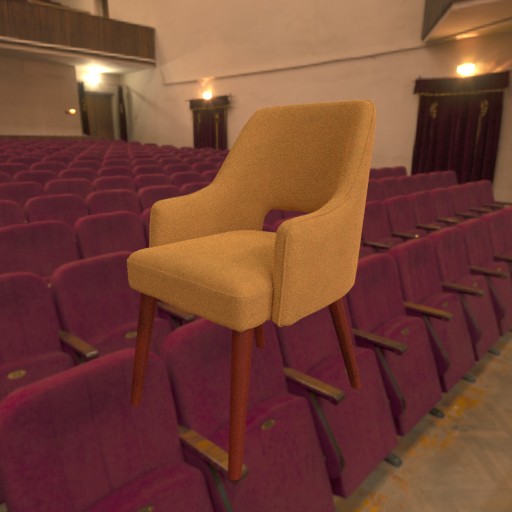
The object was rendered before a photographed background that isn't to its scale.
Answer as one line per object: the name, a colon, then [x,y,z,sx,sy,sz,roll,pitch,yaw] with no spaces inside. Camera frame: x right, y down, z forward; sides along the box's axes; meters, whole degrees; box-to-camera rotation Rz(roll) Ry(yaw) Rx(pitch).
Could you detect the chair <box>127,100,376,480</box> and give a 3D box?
chair: [0.000,0.000,1.239,0.548,0.849,0.605,13,19,42]
